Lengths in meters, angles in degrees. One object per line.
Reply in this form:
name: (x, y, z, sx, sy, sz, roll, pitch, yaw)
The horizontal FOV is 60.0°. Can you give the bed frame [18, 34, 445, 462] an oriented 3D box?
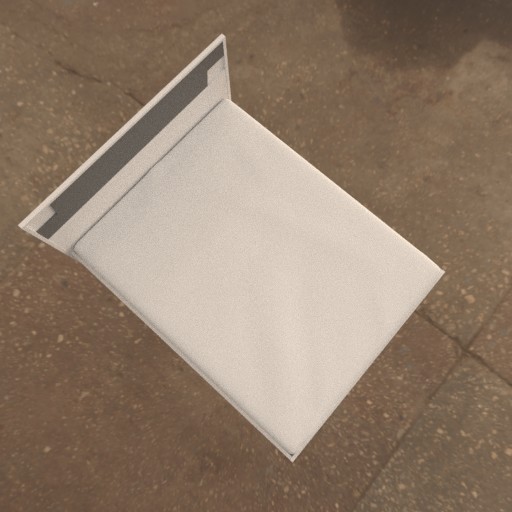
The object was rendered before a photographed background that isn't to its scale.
bed frame: (0.000, 0.000, 2.991, 2.100, 1.001, 1.711, 41, 80, 9)
